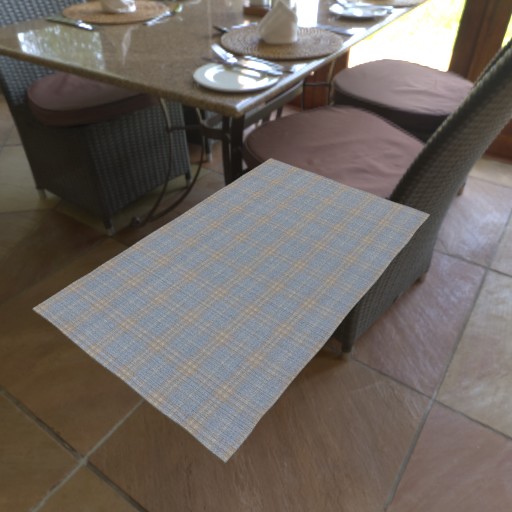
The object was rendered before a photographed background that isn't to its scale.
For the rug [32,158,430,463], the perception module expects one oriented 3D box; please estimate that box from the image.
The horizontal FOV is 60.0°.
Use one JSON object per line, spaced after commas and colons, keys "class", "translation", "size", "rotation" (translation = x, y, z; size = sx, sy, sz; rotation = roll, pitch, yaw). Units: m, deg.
{"class": "rug", "translation": [0.000, 0.000, 3.071], "size": [1.545, 0.016, 2.460], "rotation": [26, 46, 28]}
